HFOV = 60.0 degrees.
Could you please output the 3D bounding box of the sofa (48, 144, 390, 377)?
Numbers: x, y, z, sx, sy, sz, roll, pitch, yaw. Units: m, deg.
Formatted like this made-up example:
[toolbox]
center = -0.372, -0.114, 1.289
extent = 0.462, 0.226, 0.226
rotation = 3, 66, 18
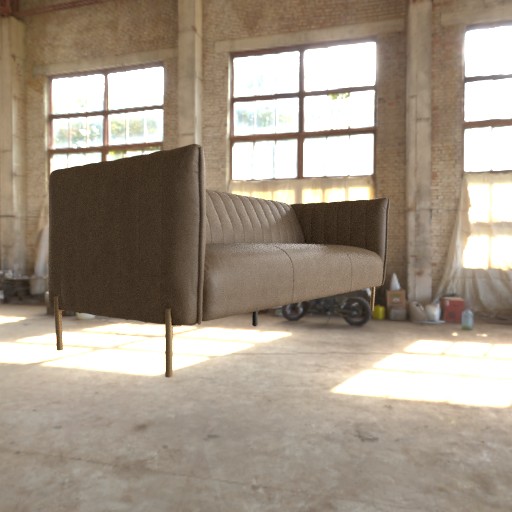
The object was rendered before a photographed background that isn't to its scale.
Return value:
[sofa]
center = 0.000, 0.000, 2.442
extent = 0.876, 0.779, 1.980
rotation = 1, 1, 35
